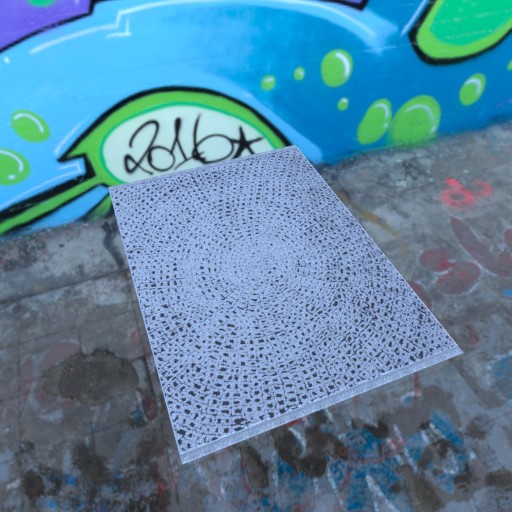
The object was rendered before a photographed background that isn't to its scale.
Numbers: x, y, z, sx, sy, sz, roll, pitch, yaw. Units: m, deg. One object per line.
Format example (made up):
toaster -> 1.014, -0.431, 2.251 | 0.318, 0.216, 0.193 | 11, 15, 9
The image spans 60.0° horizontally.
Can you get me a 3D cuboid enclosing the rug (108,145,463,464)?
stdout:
rug -> 0.000, 0.000, 2.192 | 1.190, 0.003, 1.634 | -16, 49, -14
